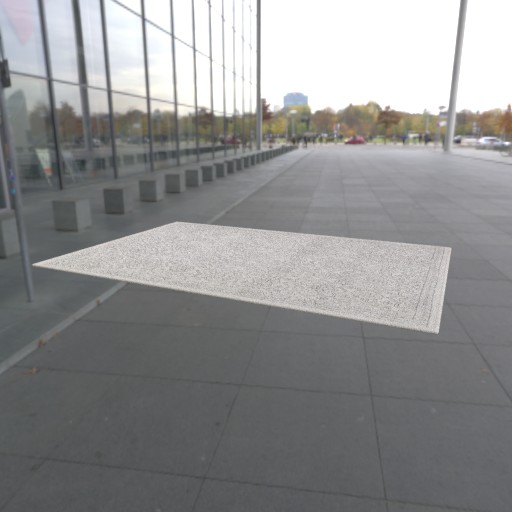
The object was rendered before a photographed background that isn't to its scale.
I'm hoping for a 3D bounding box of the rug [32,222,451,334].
[{"bbox_3d":[0.000,0.000,2.875,2.286,0.011,1.524,7,17,24],"label":"rug"}]
